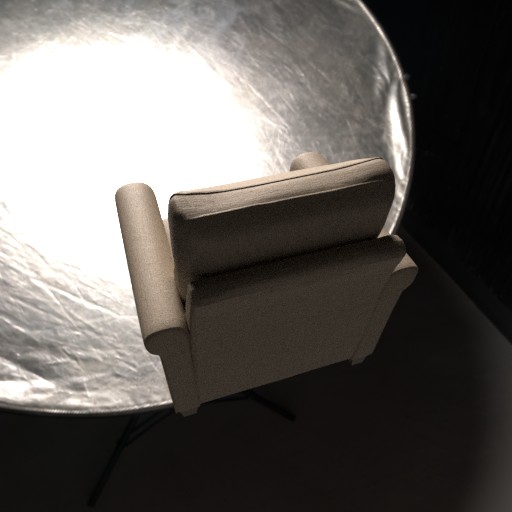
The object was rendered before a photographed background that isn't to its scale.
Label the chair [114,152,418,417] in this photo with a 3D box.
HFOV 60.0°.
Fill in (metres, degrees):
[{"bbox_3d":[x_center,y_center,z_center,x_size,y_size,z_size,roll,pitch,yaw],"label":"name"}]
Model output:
[{"bbox_3d":[0.000,0.000,2.303,1.275,1.349,1.180,-13,43,-14],"label":"chair"}]
